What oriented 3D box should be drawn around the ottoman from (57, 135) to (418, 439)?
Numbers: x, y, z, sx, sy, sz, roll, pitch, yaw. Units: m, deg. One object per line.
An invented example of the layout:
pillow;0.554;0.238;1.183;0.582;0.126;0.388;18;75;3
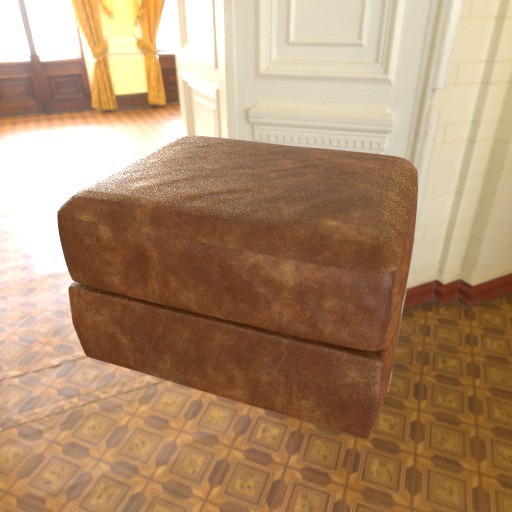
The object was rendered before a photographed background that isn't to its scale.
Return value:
ottoman;0.000;0.000;1.143;0.751;0.476;0.603;11;32;18
